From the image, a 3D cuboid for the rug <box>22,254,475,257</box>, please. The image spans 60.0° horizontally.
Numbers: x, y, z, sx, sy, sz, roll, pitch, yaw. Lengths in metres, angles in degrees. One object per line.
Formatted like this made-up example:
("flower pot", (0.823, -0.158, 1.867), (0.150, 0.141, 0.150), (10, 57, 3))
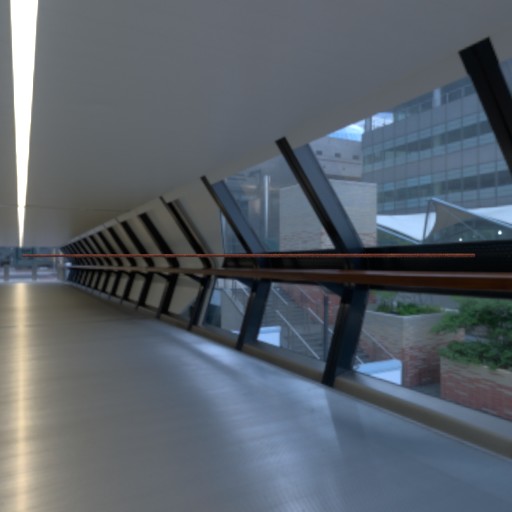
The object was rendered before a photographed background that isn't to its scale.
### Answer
("rug", (0.000, 0.000, 3.000), (2.438, 0.014, 1.524), (0, 0, 16))
